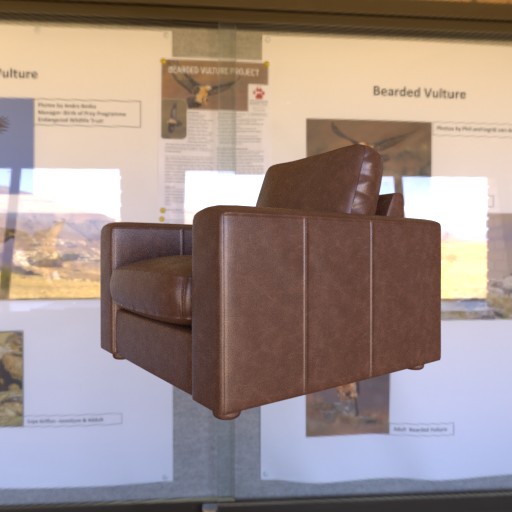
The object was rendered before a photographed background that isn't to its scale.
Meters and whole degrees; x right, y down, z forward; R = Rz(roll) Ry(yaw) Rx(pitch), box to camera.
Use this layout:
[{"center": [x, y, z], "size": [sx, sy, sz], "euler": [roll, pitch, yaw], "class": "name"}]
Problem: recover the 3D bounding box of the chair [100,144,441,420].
[{"center": [0.000, 0.000, 1.777], "size": [1.016, 0.873, 1.005], "euler": [0, 1, -36], "class": "chair"}]
